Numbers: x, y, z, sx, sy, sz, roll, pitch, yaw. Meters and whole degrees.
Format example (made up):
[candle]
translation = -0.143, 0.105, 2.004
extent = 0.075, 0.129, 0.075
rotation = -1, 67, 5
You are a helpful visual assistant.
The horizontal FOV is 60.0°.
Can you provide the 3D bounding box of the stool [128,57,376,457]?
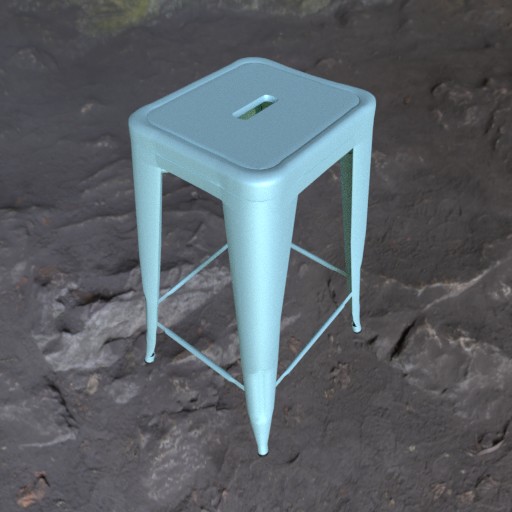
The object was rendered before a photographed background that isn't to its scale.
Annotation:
[stool]
translation = 0.000, 0.000, 0.842
extent = 0.359, 0.609, 0.399
rotation = 29, 53, 26
